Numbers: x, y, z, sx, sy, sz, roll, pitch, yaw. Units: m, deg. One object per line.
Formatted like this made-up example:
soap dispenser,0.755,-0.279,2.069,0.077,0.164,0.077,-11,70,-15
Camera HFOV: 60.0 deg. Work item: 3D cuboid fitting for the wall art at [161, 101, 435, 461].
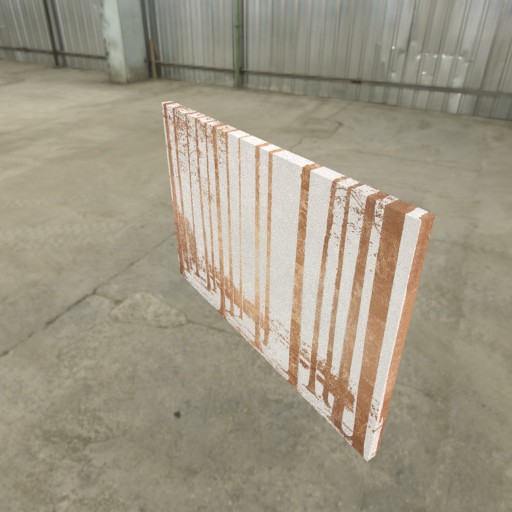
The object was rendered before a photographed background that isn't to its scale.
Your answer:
wall art,0.000,0.000,1.157,0.035,0.609,0.914,-21,38,-29
